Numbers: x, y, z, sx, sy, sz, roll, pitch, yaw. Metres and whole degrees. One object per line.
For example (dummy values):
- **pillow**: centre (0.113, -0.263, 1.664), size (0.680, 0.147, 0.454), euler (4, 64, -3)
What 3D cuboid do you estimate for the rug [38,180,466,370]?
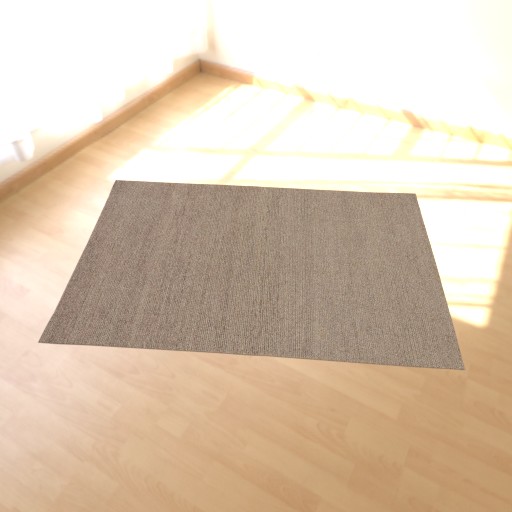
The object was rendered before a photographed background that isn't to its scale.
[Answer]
- **rug**: centre (0.000, 0.000, 2.232), size (1.792, 0.021, 1.154), euler (3, 46, 3)
